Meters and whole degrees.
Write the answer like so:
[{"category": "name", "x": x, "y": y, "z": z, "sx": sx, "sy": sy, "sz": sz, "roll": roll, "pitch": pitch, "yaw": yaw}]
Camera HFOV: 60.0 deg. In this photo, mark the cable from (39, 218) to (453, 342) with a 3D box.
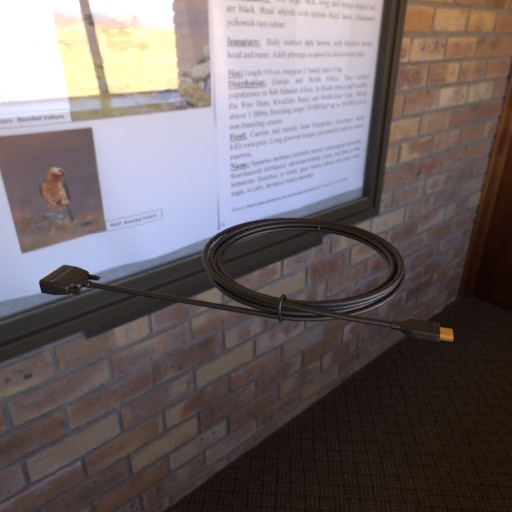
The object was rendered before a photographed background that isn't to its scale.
[{"category": "cable", "x": 0.000, "y": 0.000, "z": 0.532, "sx": 0.422, "sy": 0.030, "sz": 0.257, "roll": 8, "pitch": 27, "yaw": 15}]
